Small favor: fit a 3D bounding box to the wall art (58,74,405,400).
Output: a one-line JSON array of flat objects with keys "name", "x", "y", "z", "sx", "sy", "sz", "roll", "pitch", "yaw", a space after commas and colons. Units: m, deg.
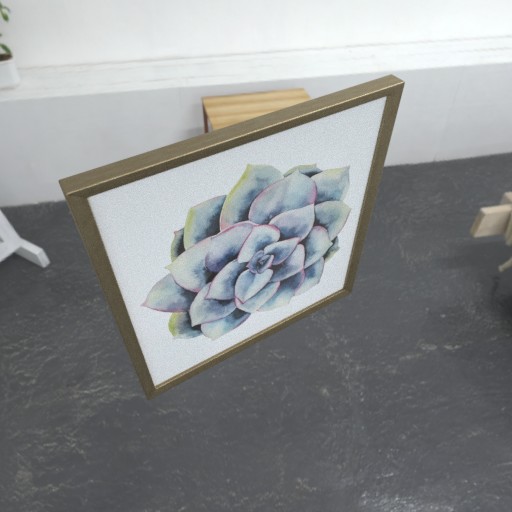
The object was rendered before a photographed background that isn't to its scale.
[{"name": "wall art", "x": 0.000, "y": 0.000, "z": 0.763, "sx": 0.503, "sy": 0.506, "sz": 0.030, "roll": -24, "pitch": 52, "yaw": -21}]
